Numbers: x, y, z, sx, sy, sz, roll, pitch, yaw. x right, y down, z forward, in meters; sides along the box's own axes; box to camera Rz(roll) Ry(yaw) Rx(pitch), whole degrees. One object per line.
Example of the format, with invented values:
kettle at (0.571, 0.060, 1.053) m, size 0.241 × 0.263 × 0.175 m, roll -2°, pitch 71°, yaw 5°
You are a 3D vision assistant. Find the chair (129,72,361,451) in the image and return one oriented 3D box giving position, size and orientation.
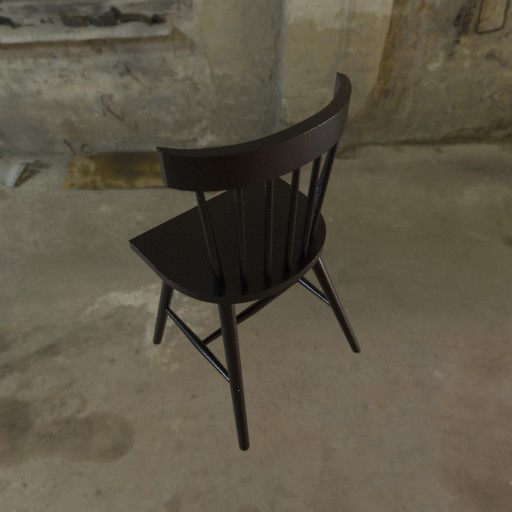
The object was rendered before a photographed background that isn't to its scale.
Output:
chair at (0.000, 0.000, 1.160) m, size 0.506 × 0.844 × 0.483 m, roll -32°, pitch 54°, yaw -27°
